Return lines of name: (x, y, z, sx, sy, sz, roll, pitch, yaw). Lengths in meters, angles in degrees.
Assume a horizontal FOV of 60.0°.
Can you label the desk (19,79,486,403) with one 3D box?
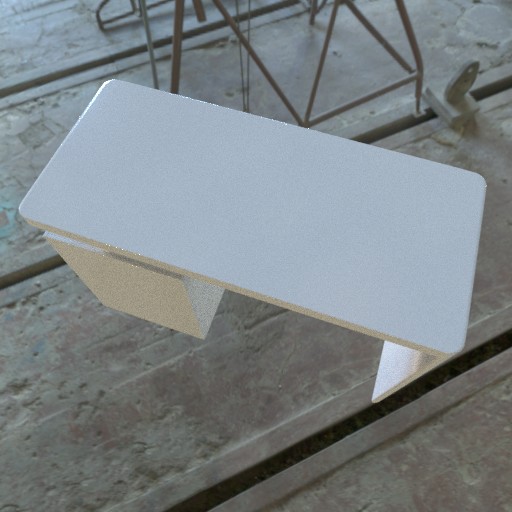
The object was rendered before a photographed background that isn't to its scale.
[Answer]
desk: (0.000, 0.000, 1.565, 1.200, 0.760, 0.550, 17, 65, 8)
